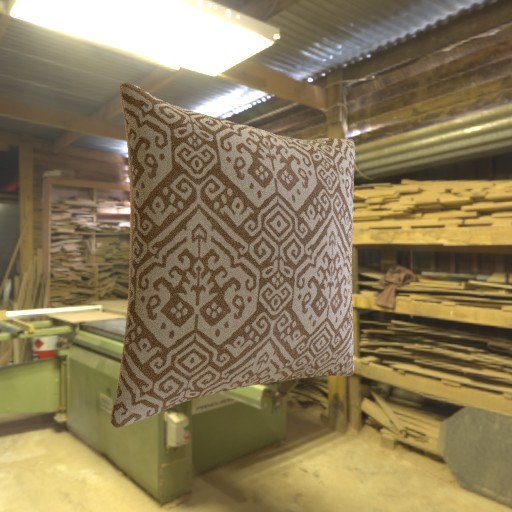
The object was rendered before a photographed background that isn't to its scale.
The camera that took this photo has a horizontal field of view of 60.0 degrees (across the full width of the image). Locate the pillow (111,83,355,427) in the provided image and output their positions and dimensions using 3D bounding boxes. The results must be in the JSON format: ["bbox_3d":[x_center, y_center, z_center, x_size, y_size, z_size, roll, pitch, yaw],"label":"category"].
[{"bbox_3d":[0.000,0.000,0.642,0.419,0.407,0.173,1,-1,-37],"label":"pillow"}]
